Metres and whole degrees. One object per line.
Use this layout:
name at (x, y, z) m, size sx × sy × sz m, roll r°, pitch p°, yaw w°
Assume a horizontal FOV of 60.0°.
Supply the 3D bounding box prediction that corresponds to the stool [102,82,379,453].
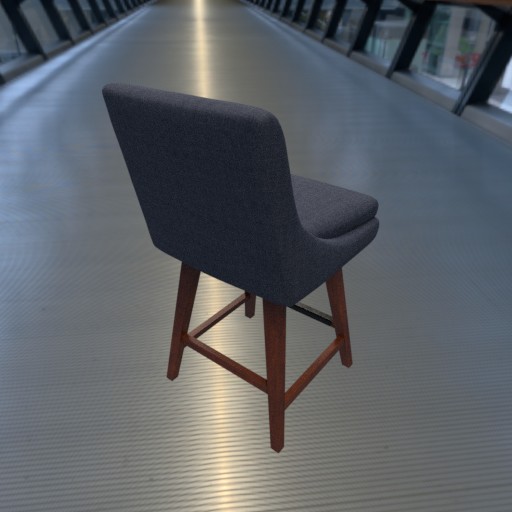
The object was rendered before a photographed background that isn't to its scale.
stool at (0.000, 0.000, 1.175) m, size 0.467 × 0.895 × 0.524 m, roll 22°, pitch 37°, yaw 32°
